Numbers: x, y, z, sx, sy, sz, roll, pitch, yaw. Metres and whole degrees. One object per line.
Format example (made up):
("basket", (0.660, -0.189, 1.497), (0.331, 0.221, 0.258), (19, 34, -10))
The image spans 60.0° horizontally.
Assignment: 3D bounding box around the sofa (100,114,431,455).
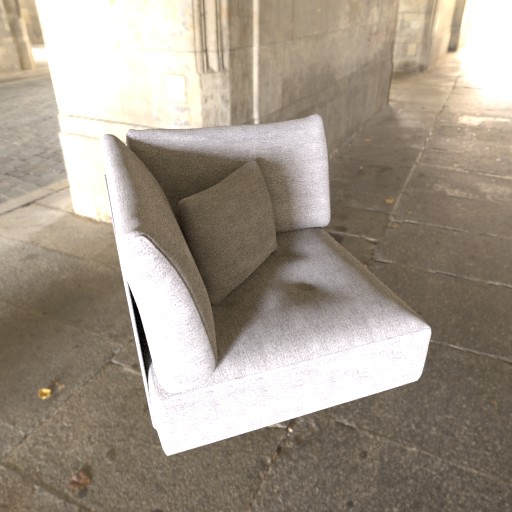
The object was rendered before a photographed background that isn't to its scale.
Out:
("sofa", (0.000, 0.000, 1.713), (1.000, 0.820, 1.000), (-10, 31, -17))
